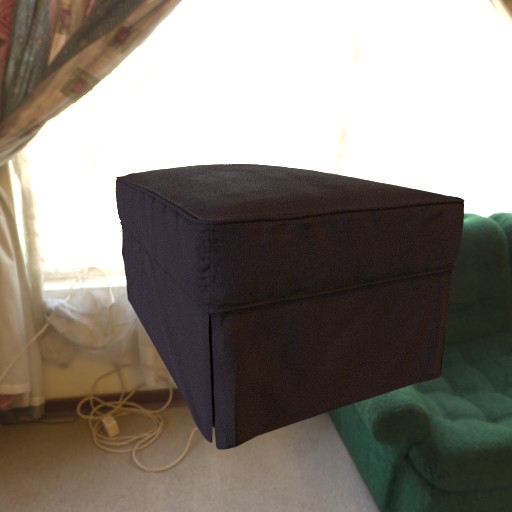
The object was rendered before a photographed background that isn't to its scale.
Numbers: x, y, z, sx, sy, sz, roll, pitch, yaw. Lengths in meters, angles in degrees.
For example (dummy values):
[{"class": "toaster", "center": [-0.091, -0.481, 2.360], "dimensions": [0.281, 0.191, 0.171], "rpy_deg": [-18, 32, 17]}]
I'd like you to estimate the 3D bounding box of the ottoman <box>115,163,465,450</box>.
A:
[{"class": "ottoman", "center": [0.000, 0.000, 1.274], "dimensions": [0.637, 0.503, 0.938], "rpy_deg": [-7, 17, -25]}]
